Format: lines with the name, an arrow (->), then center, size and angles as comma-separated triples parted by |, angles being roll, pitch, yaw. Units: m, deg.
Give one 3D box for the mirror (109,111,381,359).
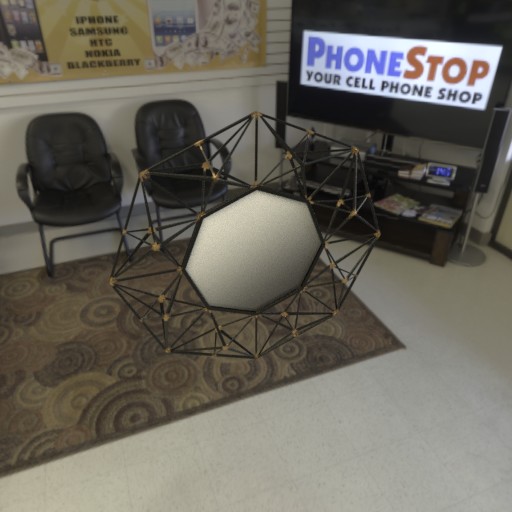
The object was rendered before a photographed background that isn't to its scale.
mirror -> 0.000, 0.000, 1.109 | 0.710, 0.710, 0.094 | -10, 34, -16
